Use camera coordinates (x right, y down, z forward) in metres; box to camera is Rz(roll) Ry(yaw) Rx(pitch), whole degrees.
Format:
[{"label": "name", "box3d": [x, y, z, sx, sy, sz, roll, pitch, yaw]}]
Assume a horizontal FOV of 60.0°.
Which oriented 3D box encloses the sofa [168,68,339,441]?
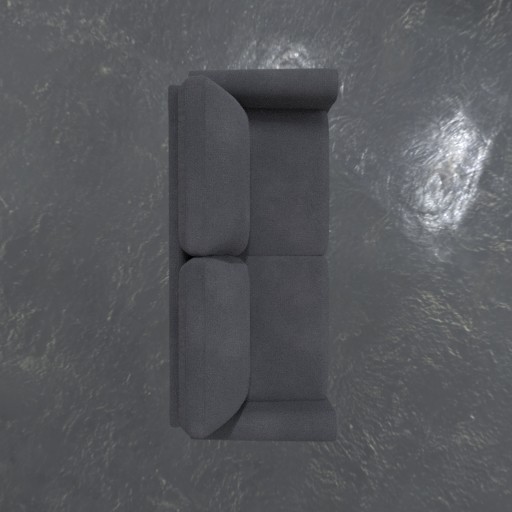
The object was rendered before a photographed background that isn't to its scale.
[{"label": "sofa", "box3d": [0.000, 0.000, 2.414, 0.842, 0.942, 1.935, 0, 91, 0]}]
